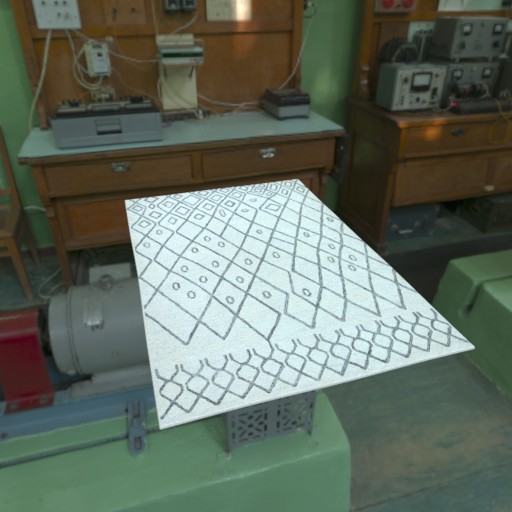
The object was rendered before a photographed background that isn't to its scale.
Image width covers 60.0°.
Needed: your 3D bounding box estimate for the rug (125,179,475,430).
[{"bbox_3d":[0.000,0.000,2.312,1.222,0.015,1.828,-9,33,-15],"label":"rug"}]
